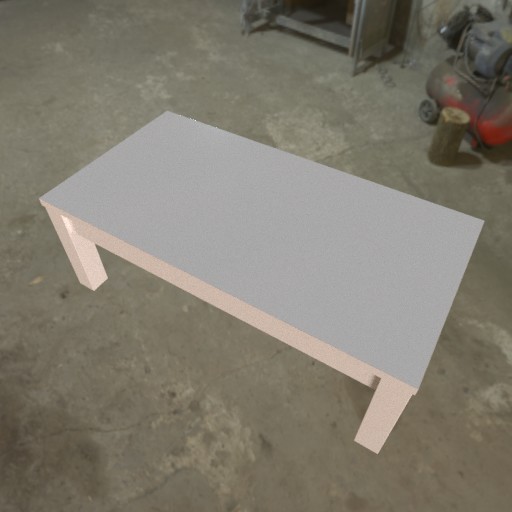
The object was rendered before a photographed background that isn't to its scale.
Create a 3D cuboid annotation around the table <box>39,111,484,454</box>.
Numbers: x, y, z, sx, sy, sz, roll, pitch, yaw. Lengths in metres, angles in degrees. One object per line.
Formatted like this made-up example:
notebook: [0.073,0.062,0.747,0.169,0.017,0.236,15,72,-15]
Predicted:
table: [0.000,0.000,1.681,1.350,0.470,0.700,24,52,21]
